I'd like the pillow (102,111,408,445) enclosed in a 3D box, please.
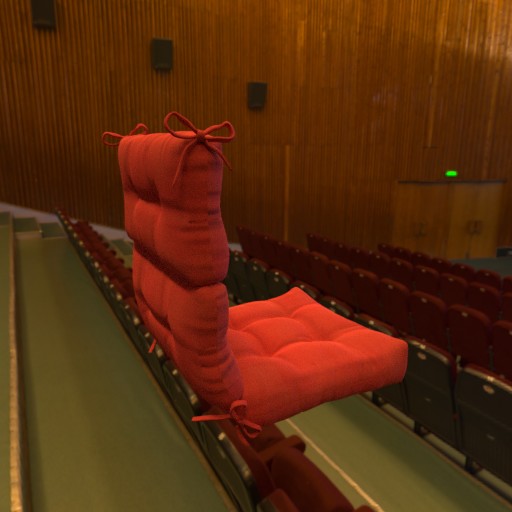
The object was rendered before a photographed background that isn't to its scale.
[{"bbox_3d":[0.000,0.000,1.041,0.571,0.605,0.519,-8,16,-28],"label":"pillow"}]
